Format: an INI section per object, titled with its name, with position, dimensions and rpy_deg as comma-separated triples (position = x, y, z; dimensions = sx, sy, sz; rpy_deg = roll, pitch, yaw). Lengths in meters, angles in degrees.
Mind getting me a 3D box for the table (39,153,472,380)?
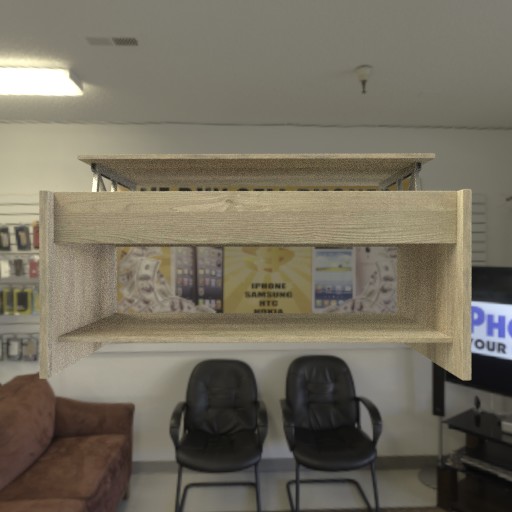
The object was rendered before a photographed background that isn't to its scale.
[table]
position = 0.000, 0.000, 1.379
dimensions = 1.000, 0.570, 0.712
rpy_deg = 0, 0, 1
